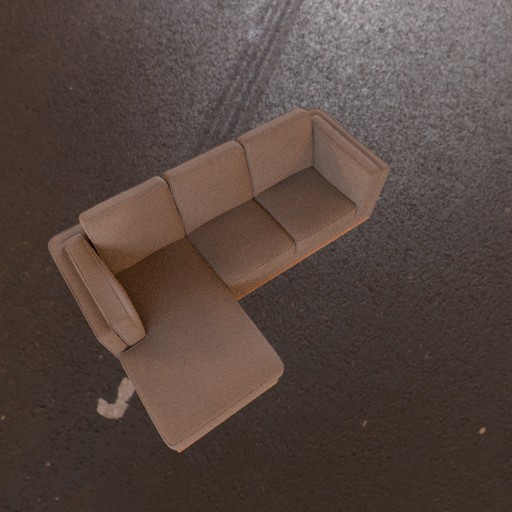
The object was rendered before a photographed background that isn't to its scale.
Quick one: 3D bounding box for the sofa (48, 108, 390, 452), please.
[{"bbox_3d":[0.000,0.000,3.257,2.411,0.929,1.604,-31,63,-18],"label":"sofa"}]
